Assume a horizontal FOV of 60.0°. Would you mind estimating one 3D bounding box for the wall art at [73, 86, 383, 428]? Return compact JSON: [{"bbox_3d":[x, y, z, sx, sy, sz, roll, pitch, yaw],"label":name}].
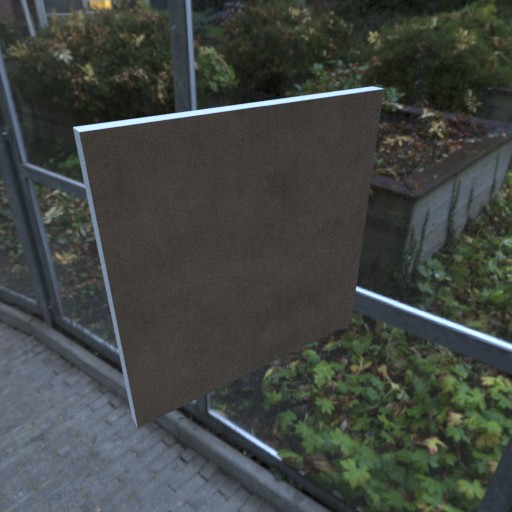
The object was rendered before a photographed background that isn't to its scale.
[{"bbox_3d":[0.000,0.000,0.687,0.455,0.453,0.023,-19,35,-29],"label":"wall art"}]
